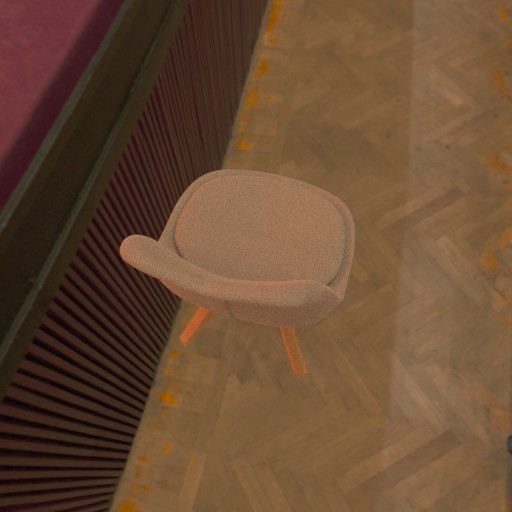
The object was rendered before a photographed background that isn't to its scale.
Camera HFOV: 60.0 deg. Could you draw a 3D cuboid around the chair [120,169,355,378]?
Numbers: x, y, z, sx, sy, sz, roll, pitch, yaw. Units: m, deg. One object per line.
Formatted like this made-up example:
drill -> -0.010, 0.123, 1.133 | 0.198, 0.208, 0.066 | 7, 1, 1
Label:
chair -> 0.000, 0.000, 1.143 | 0.474, 0.863, 0.549 | 15, 65, 7
